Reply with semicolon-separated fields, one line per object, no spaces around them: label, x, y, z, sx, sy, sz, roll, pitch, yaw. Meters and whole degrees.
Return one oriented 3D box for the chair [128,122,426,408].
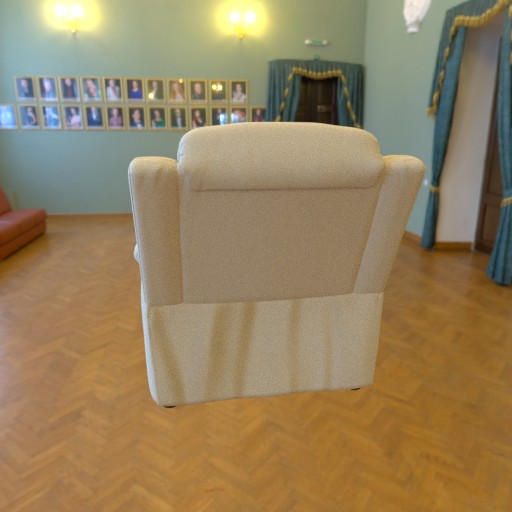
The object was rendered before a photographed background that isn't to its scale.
chair;0.000;0.000;1.246;0.680;0.702;0.709;-2;15;-9
